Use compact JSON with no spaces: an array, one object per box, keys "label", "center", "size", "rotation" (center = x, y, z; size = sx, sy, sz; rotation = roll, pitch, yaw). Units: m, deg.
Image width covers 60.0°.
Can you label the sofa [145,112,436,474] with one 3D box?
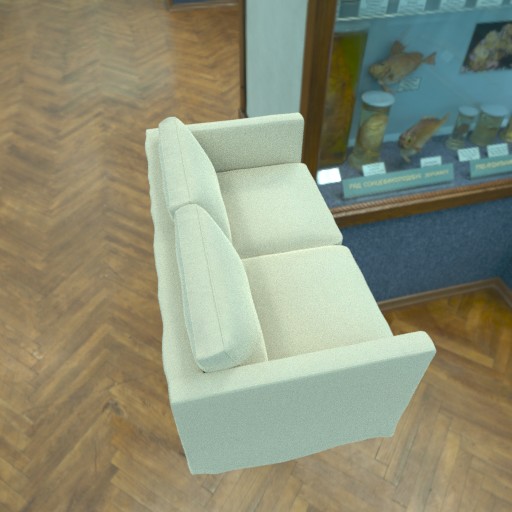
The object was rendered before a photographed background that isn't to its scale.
[{"label":"sofa","center":[0.000,0.000,2.261],"size":[0.962,0.834,1.746],"rotation":[-9,47,-9]}]
